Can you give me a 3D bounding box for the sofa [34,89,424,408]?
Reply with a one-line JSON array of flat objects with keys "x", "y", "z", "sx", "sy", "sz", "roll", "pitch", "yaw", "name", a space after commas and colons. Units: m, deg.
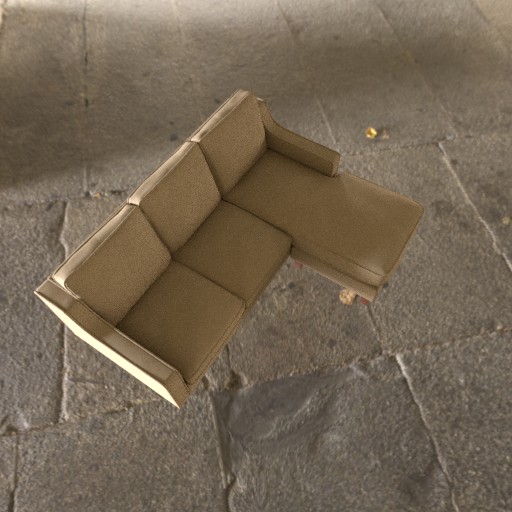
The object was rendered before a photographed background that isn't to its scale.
[{"x": 0.000, "y": 0.000, "z": 3.323, "sx": 1.858, "sy": 1.066, "sz": 2.317, "roll": 29, "pitch": 63, "yaw": 16, "name": "sofa"}]
